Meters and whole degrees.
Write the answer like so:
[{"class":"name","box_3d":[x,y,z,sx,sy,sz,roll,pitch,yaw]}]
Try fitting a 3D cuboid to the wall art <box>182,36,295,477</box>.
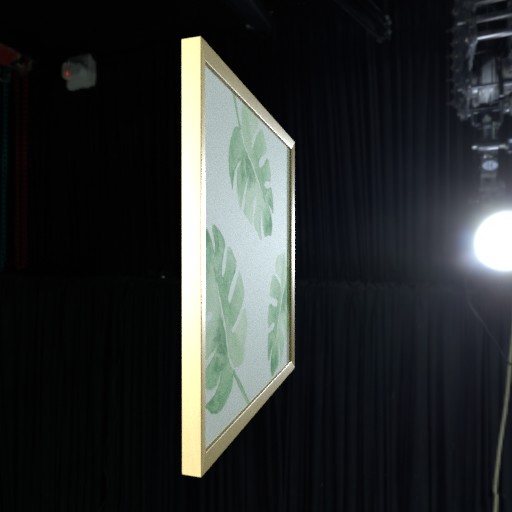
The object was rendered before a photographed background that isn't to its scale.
[{"class":"wall art","box_3d":[0.000,0.000,1.135,0.037,0.763,0.763,0,0,17]}]
